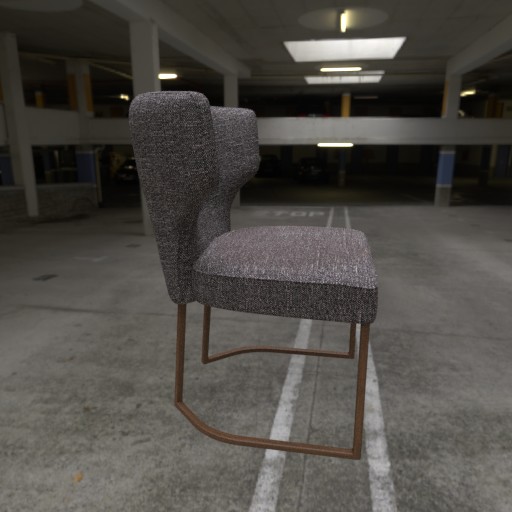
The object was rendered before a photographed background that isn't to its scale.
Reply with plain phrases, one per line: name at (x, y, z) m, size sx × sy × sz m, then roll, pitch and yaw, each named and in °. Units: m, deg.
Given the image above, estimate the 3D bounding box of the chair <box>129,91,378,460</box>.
chair at (0.000, 0.000, 1.221) m, size 0.617 × 0.824 × 0.611 m, roll 3°, pitch 15°, yaw 10°
